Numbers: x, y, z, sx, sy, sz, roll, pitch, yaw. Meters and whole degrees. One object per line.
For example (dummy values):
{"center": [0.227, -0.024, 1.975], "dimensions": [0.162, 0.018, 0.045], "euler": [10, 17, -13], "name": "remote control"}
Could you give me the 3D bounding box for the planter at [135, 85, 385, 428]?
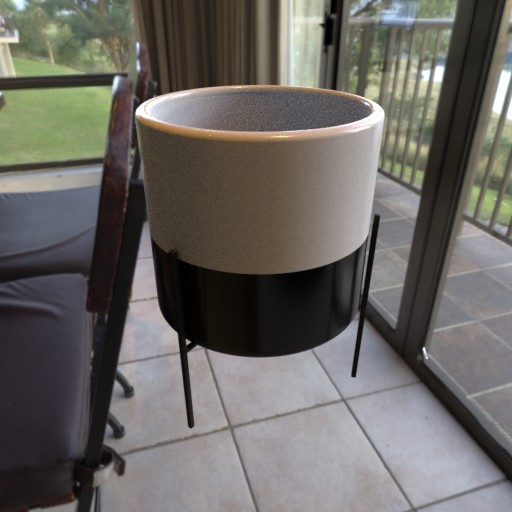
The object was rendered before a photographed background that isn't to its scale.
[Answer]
{"center": [0.000, 0.000, 0.652], "dimensions": [0.310, 0.432, 0.310], "euler": [-20, 35, -31], "name": "planter"}
